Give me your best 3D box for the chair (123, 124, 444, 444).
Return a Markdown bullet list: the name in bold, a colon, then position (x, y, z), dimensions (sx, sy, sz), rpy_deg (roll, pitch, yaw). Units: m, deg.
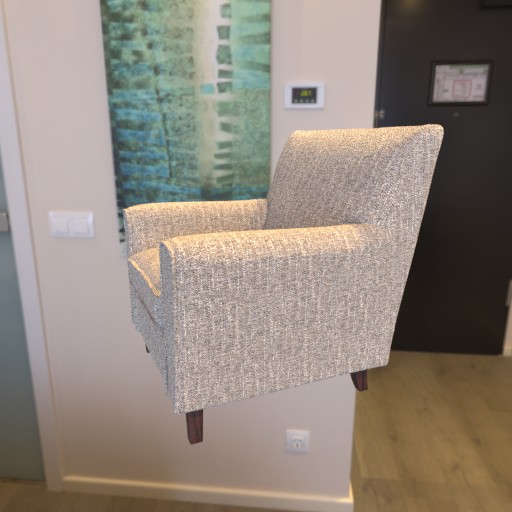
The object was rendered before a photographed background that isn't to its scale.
- **chair**: position (0.000, 0.000, 1.654), dimensions (0.873, 0.928, 0.864), rpy_deg (-6, 16, -24)
